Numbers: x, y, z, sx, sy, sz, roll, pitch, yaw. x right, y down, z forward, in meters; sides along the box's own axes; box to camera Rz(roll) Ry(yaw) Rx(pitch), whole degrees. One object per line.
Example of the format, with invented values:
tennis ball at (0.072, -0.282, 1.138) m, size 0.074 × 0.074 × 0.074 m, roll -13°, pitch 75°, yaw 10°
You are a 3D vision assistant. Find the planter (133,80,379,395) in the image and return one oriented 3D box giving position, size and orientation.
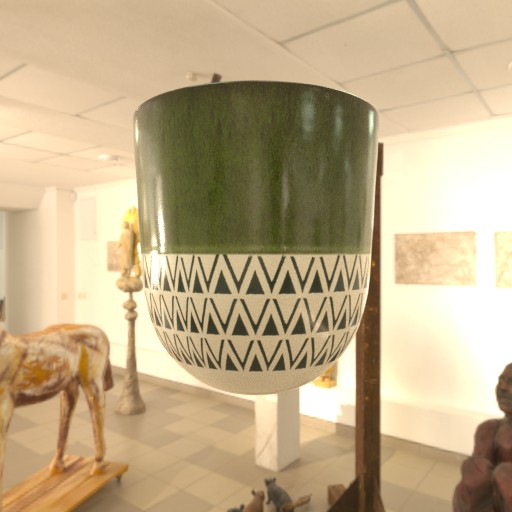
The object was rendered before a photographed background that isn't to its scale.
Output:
planter at (0.000, 0.000, 0.460) m, size 0.245 × 0.270 × 0.245 m, roll 0°, pitch 0°, yaw 0°
